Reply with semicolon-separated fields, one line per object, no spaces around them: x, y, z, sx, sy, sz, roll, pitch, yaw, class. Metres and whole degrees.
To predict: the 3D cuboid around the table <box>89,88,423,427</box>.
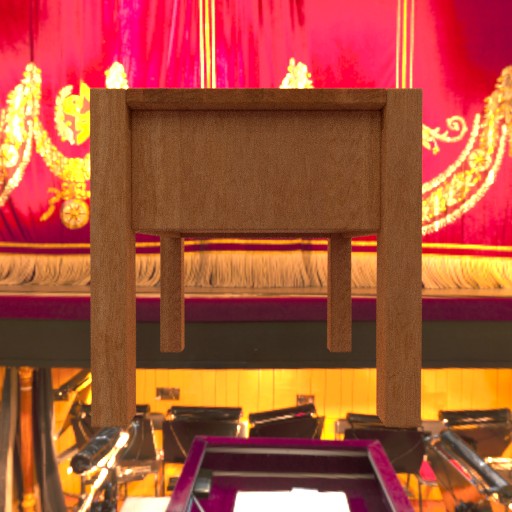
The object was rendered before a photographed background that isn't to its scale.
0.000;0.000;0.825;0.440;0.450;0.480;0;1;0;table
